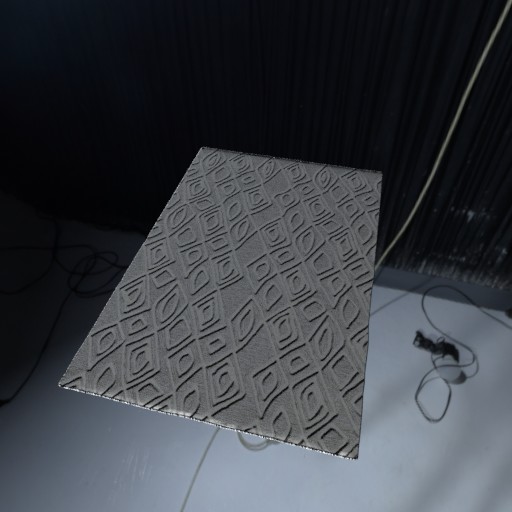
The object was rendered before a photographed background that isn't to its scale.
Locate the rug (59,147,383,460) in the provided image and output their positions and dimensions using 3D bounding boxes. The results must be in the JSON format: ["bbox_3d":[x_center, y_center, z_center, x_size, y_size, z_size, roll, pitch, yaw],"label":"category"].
[{"bbox_3d":[0.000,0.000,2.327,1.224,0.016,1.832,10,47,10],"label":"rug"}]
